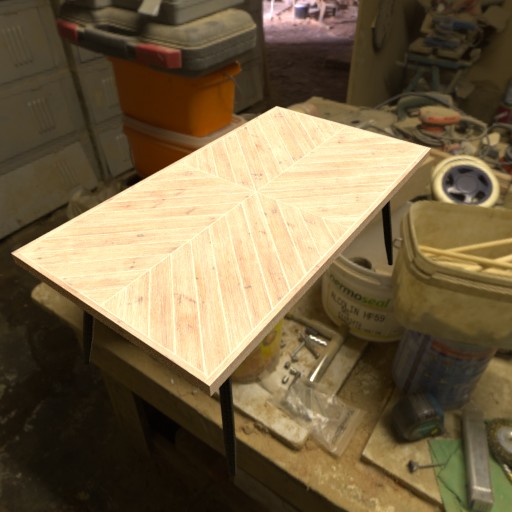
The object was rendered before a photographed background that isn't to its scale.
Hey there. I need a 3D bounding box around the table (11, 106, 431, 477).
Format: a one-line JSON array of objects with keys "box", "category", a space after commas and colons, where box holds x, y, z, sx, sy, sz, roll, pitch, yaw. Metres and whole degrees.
[{"box": [0.000, 0.000, 2.265, 0.991, 0.762, 1.803, 25, 46, 27], "category": "table"}]
